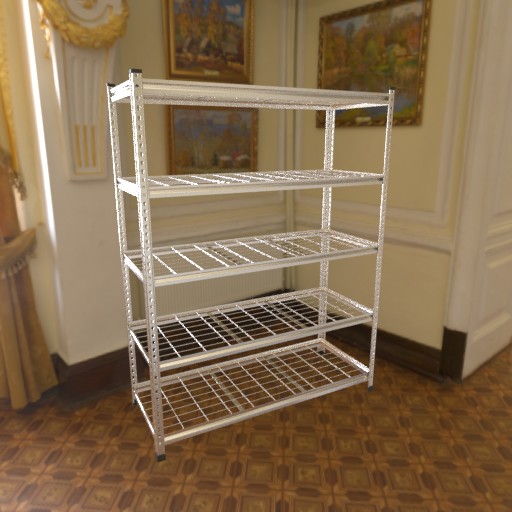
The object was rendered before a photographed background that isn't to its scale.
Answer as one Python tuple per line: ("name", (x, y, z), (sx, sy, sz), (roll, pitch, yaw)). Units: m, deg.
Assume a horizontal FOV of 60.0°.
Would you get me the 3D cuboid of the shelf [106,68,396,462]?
("shelf", (0.000, 0.000, 2.743), (1.524, 1.981, 0.610), (-8, 17, -27))
